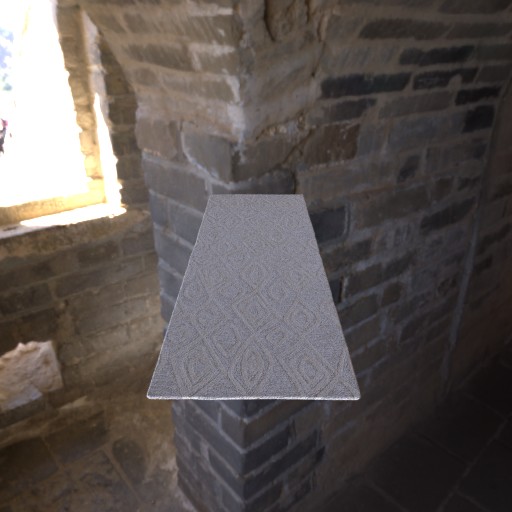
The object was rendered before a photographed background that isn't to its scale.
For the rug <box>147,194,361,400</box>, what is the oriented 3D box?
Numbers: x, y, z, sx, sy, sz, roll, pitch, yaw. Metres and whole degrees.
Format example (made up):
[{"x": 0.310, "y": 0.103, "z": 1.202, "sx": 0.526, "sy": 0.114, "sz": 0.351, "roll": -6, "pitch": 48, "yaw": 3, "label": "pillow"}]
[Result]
[{"x": 0.000, "y": 0.000, "z": 2.734, "sx": 0.807, "sy": 0.013, "sz": 2.436, "roll": 0, "pitch": 26, "yaw": 0, "label": "rug"}]
